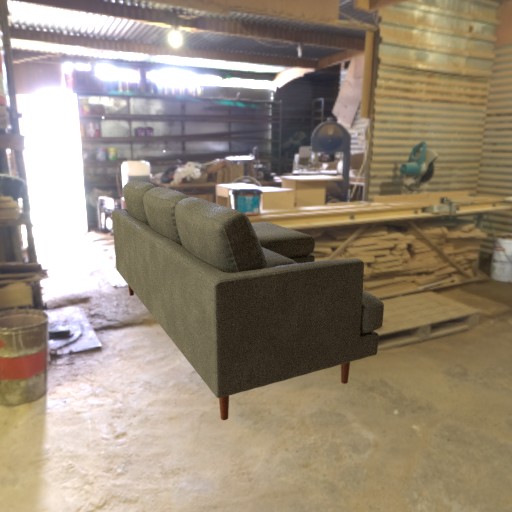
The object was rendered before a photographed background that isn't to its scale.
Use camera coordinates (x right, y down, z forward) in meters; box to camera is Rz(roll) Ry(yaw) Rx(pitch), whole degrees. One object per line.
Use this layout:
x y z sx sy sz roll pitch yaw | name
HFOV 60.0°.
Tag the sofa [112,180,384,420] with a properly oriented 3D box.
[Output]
0.000 0.000 3.048 1.504 0.956 2.233 -7 16 -27 | sofa
